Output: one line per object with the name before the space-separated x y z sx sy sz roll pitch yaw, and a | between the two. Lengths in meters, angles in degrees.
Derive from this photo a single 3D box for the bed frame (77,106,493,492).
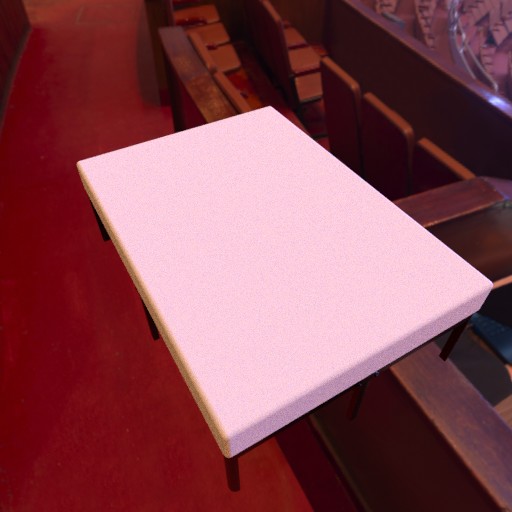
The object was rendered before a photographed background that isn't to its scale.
bed frame | 0.000 0.000 2.595 1.408 0.659 1.956 -23 50 -21
